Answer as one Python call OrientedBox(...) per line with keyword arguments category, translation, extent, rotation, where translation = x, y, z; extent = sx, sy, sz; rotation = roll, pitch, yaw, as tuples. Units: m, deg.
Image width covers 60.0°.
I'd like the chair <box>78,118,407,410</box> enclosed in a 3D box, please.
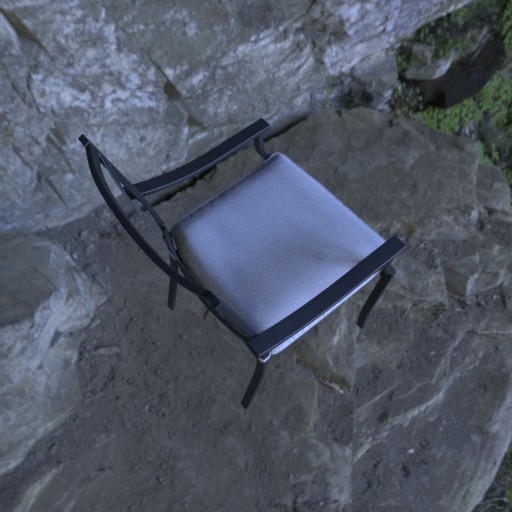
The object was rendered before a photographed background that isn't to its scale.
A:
OrientedBox(category="chair", translation=(0.000, 0.000, 1.278), extent=(0.620, 0.889, 0.575), rotation=(-34, 65, -18))
